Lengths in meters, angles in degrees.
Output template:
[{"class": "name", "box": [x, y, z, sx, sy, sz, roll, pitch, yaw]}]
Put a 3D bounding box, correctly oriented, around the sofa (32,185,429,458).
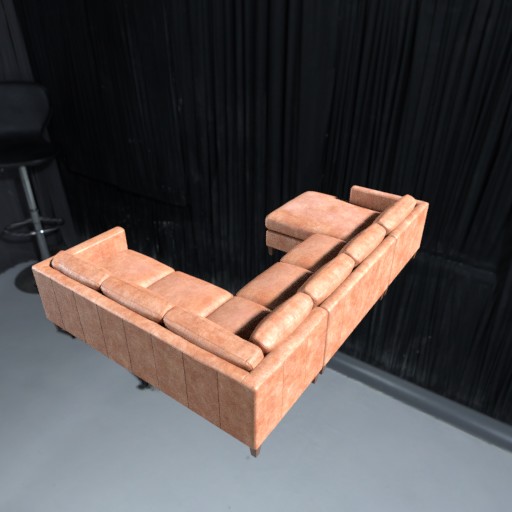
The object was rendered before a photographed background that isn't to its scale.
[{"class": "sofa", "box": [0.000, 0.000, 4.614, 2.430, 0.832, 3.401, 20, 36, 30]}]
